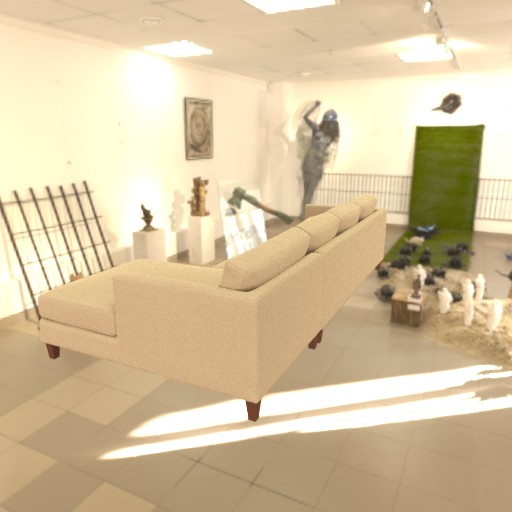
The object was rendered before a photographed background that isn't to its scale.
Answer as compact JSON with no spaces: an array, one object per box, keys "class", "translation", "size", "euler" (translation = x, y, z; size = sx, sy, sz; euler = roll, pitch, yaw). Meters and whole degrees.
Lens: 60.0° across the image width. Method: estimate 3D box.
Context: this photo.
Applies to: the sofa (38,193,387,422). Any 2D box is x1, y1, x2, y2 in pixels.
[{"class":"sofa","translation":[0.000,0.000,3.882],"size":[1.625,0.861,3.186],"euler":[7,17,26]}]
